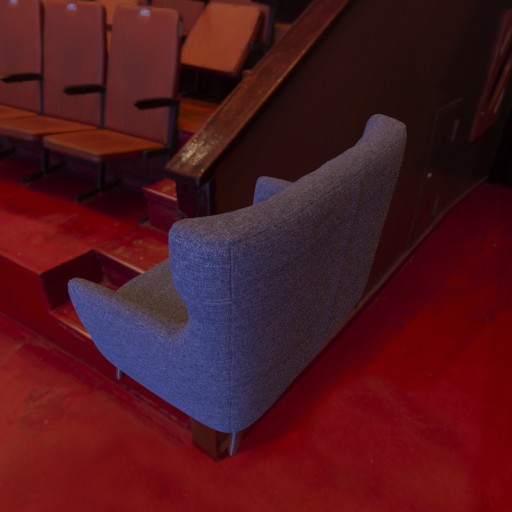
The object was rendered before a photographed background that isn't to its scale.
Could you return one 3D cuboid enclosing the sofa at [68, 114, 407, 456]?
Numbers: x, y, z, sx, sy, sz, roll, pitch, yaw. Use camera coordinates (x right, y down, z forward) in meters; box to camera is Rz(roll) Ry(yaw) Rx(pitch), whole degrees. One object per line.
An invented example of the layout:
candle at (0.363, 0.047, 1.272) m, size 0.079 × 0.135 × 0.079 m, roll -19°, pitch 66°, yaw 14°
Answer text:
sofa at (0.000, 0.000, 1.947) m, size 0.874 × 1.028 × 1.358 m, roll 21°, pitch 38°, yaw 29°
